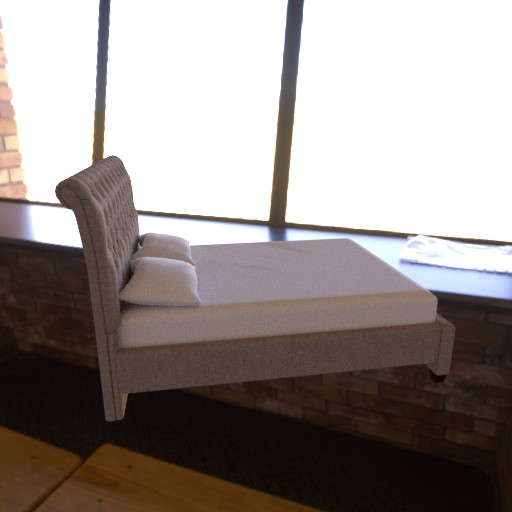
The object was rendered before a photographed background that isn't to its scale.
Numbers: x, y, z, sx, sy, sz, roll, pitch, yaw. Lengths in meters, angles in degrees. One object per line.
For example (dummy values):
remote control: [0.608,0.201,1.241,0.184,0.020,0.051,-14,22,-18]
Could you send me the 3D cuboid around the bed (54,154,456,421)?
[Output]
bed: [0.000,0.000,3.258,2.252,1.371,1.645,-3,17,-10]
